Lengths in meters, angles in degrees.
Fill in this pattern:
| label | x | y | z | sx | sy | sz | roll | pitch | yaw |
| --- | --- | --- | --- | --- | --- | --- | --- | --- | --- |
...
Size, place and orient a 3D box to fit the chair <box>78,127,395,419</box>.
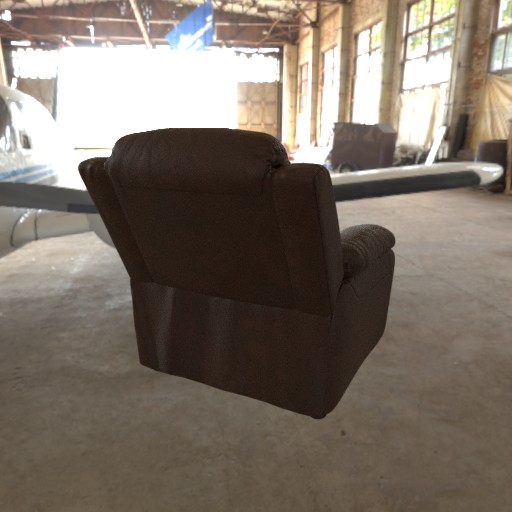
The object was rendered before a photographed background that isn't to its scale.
| label | x | y | z | sx | sy | sz | roll | pitch | yaw |
| --- | --- | --- | --- | --- | --- | --- | --- | --- | --- |
| chair | 0.000 | 0.000 | 1.266 | 0.680 | 0.702 | 0.707 | 8 | 17 | 26 |
